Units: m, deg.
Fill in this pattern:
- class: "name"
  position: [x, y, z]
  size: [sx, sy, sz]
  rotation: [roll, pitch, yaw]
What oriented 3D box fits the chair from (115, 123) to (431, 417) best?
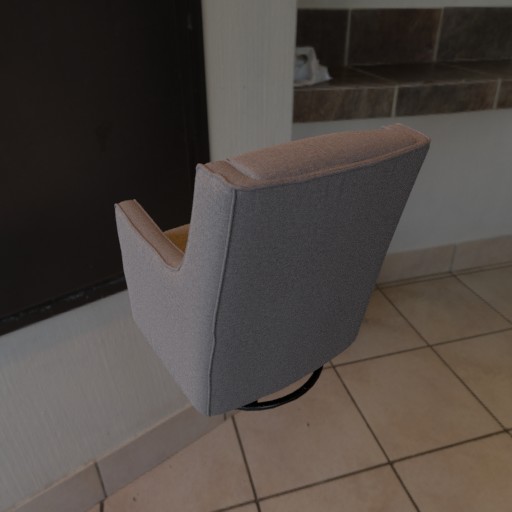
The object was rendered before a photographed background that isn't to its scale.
- class: "chair"
  position: [0.000, 0.000, 1.588]
  size: [0.732, 0.993, 0.879]
  rotation: [-19, 35, -29]
